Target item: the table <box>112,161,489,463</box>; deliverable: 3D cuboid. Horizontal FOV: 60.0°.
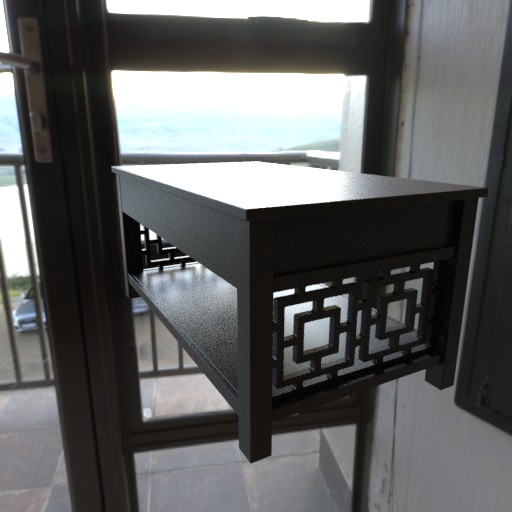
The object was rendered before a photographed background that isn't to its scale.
[{"bbox_3d":[0.000,0.000,1.358,0.612,0.493,1.068,-8,17,-27],"label":"table"}]
